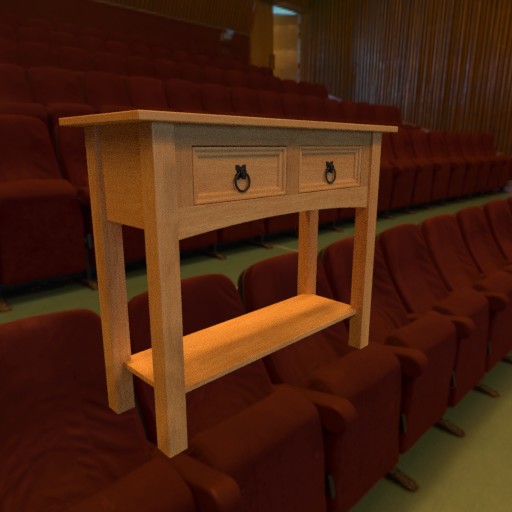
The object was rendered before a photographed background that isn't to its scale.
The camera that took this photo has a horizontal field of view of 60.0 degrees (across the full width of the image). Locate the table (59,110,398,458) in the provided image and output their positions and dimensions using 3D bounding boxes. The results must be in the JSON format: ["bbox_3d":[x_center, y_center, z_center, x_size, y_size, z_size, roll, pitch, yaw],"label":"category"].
[{"bbox_3d":[0.000,0.000,1.264,0.900,0.728,0.340,-13,19,-43],"label":"table"}]
